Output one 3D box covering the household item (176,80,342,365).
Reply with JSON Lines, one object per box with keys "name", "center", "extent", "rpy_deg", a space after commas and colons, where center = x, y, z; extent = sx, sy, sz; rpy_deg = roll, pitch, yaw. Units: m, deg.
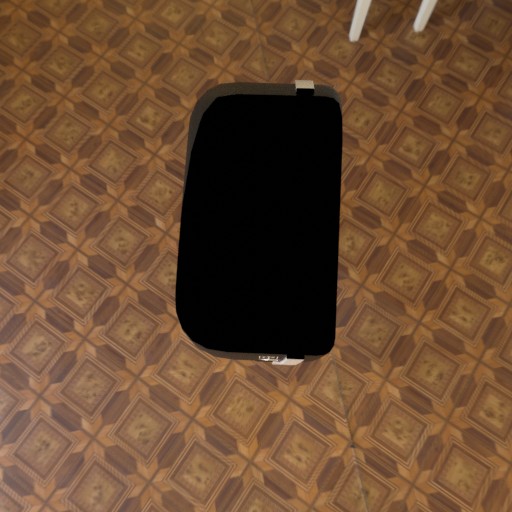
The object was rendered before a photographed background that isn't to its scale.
{"name": "household item", "center": [0.000, 0.000, 0.147], "extent": [0.038, 0.114, 0.070], "rpy_deg": [2, 75, 1]}
